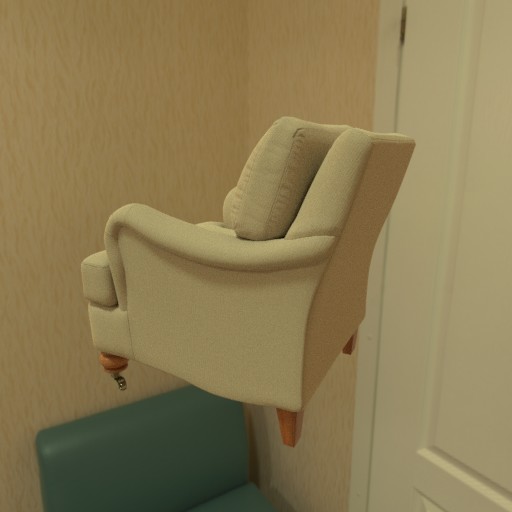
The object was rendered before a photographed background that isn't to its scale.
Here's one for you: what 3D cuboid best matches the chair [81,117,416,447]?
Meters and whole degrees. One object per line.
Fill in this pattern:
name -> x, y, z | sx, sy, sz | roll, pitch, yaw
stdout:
chair -> 0.000, 0.000, 1.808 | 1.070, 1.038, 0.955 | 7, 16, 25
